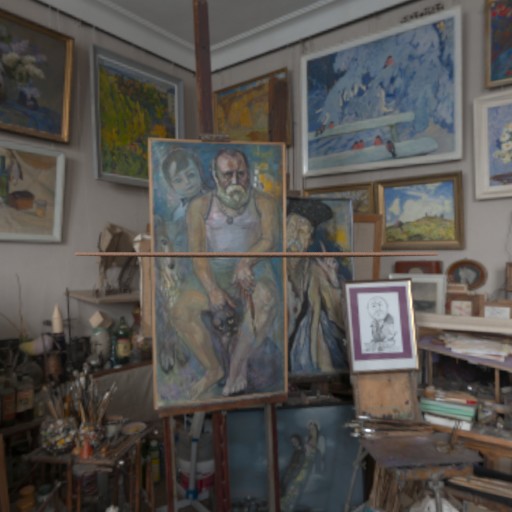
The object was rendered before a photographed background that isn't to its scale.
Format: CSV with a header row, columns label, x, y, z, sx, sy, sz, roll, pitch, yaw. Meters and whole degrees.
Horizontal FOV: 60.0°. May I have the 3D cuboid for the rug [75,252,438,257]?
label,x,y,z,sx,sy,sz,roll,pitch,yaw
rug,0.000,0.000,3.072,1.523,0.014,2.438,0,0,0
